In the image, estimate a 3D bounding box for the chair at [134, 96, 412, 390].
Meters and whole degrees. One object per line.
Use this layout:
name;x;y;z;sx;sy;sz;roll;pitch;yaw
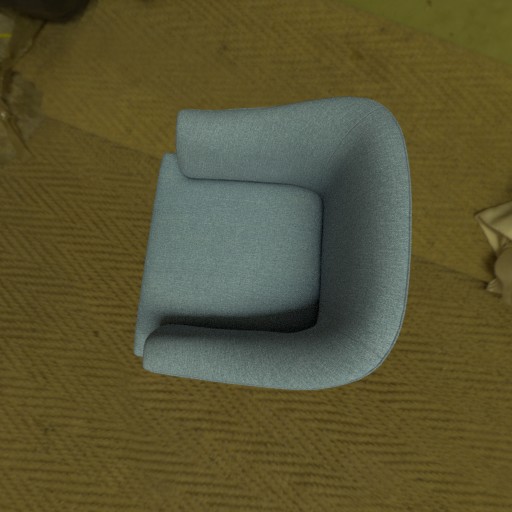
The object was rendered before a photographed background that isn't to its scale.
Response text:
chair;0.000;0.000;1.392;0.704;0.815;0.772;5;75;1
